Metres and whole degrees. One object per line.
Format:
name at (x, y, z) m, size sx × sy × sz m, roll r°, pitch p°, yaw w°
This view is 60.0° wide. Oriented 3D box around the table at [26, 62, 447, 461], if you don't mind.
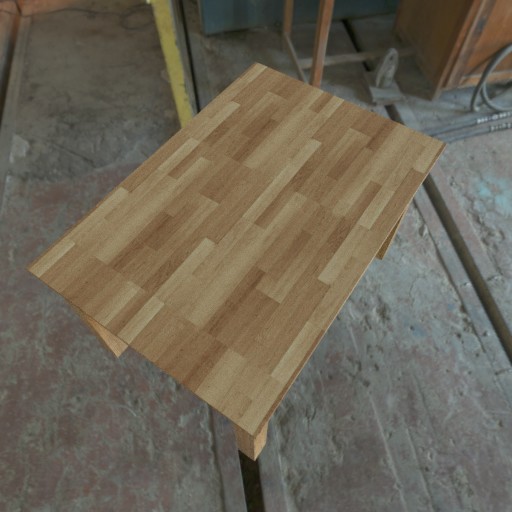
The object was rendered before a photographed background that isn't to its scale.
table at (0.000, 0.000, 1.888) m, size 0.900 × 0.750 × 1.300 m, roll 30°, pitch 63°, yaw 17°
